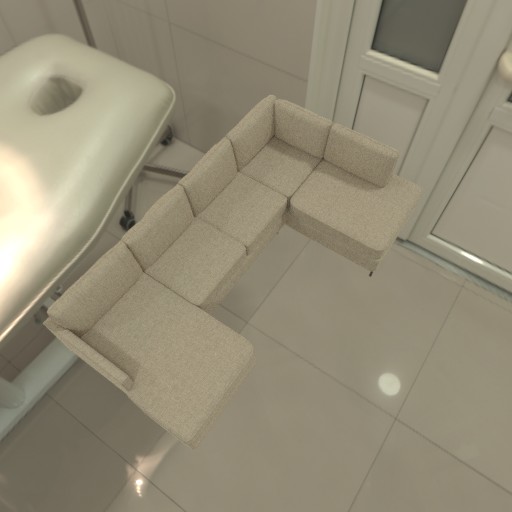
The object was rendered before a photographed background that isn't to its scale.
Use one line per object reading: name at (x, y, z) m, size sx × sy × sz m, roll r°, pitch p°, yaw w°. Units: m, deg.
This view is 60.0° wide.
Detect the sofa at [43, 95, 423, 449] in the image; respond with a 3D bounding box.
sofa at (0.000, 0.000, 4.315) m, size 2.021 × 0.996 × 3.423 m, roll 30°, pitch 63°, yaw 17°
